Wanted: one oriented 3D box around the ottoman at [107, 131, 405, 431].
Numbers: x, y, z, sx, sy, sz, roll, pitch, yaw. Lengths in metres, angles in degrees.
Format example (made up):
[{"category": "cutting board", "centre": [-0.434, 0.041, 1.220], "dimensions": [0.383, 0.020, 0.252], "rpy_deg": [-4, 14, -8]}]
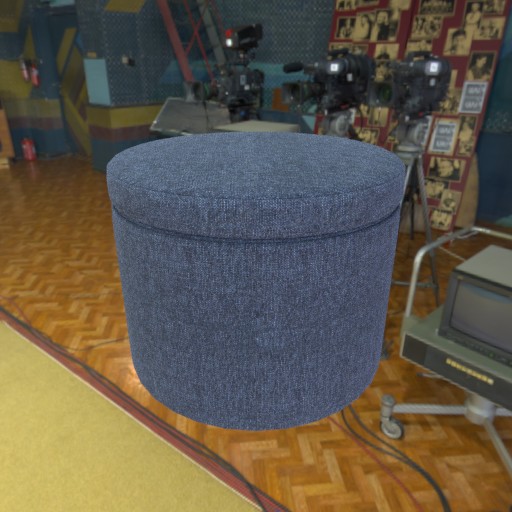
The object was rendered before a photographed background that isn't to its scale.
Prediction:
[{"category": "ottoman", "centre": [0.000, 0.000, 0.844], "dimensions": [0.500, 0.419, 0.500], "rpy_deg": [0, 24, 0]}]
